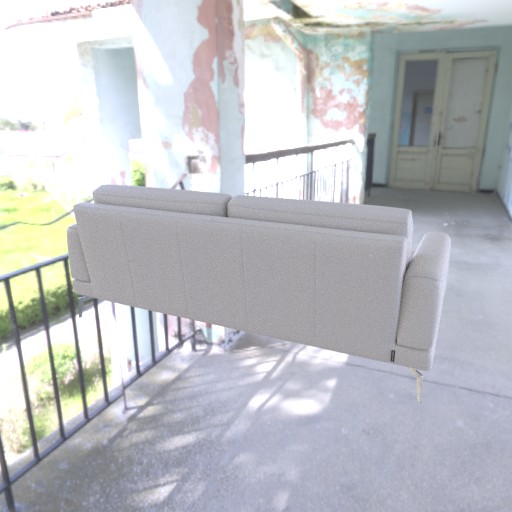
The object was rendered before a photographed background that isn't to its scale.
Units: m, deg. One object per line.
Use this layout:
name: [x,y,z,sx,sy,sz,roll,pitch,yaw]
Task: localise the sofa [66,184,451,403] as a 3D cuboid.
sofa: [0.000,0.000,2.429,1.940,0.765,0.974,8,19,24]
